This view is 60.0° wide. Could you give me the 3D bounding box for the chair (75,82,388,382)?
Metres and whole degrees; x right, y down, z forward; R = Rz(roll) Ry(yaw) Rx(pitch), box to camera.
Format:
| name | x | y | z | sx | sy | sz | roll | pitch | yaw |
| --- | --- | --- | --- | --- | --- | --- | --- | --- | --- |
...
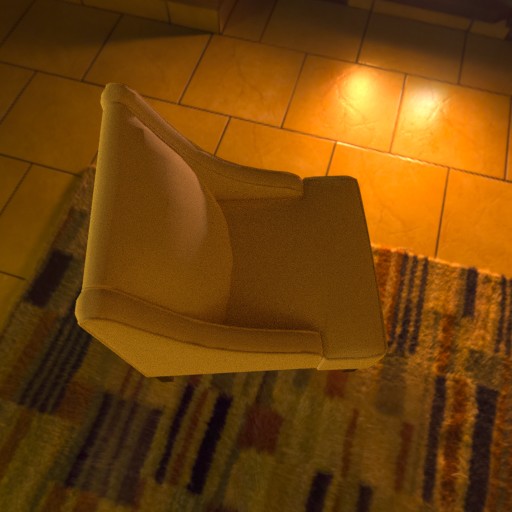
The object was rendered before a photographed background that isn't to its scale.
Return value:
| name | x | y | z | sx | sy | sz | roll | pitch | yaw |
| --- | --- | --- | --- | --- | --- | --- | --- | --- | --- |
| chair | 0.000 | 0.000 | 1.459 | 0.806 | 0.886 | 0.689 | -3 | 65 | -1 |
